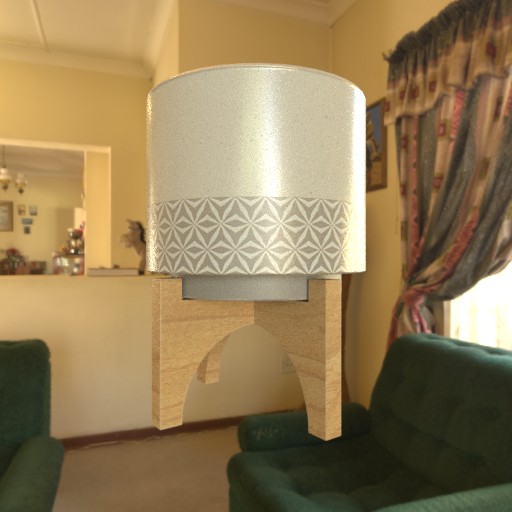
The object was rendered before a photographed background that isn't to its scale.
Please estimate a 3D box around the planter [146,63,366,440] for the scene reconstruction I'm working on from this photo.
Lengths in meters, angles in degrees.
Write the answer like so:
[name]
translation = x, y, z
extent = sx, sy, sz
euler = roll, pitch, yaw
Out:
[planter]
translation = 0.000, 0.000, 0.517
extent = 0.249, 0.343, 0.249
euler = 0, 0, 0
